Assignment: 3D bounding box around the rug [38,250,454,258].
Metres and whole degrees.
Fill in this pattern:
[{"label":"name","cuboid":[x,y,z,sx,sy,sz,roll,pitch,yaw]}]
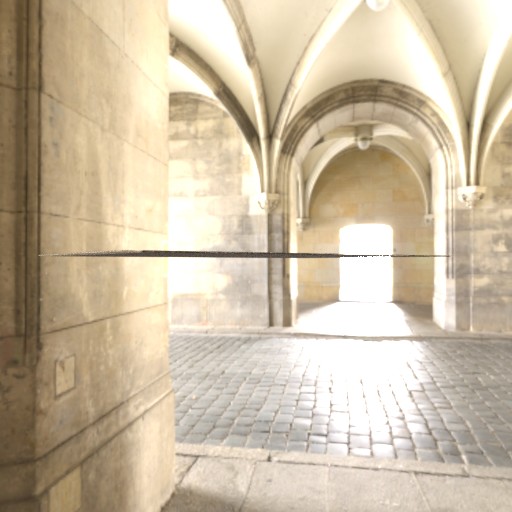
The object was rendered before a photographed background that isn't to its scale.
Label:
[{"label":"rug","cuboid":[0.000,0.000,3.040,2.440,0.010,1.529,1,-1,-37]}]
